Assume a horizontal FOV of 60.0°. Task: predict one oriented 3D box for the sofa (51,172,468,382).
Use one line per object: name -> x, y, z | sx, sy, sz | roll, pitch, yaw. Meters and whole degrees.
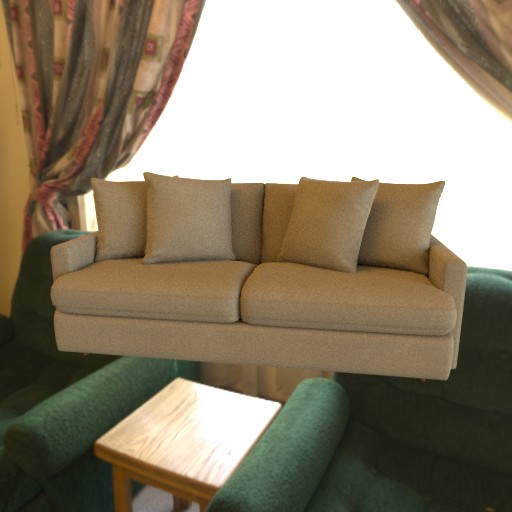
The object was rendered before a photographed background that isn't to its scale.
sofa -> 0.000, 0.000, 2.928 | 2.380, 1.084, 1.228 | 2, 14, 9
